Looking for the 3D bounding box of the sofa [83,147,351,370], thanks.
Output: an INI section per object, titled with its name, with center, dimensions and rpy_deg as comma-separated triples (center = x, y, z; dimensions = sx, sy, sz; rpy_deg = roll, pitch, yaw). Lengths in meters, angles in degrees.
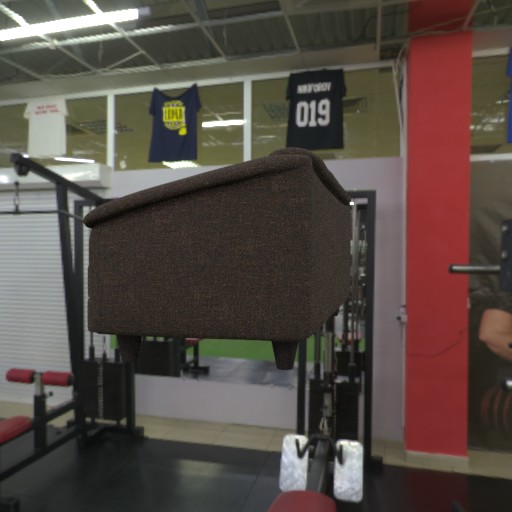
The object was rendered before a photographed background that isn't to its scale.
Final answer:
[sofa]
center = 0.000, 0.000, 2.331
dimensions = 0.887, 0.790, 1.849
rpy_deg = 0, 1, 17
